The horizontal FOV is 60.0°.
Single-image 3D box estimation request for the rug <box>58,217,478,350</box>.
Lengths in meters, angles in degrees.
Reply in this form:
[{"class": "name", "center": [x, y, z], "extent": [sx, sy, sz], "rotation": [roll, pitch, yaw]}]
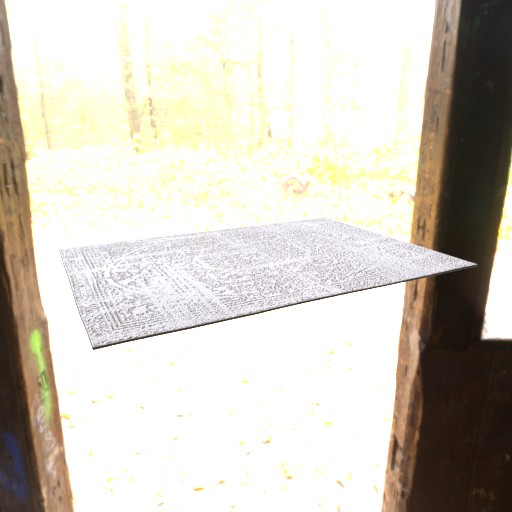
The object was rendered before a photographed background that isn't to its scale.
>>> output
[{"class": "rug", "center": [0.000, 0.000, 3.105], "extent": [2.438, 0.026, 1.706], "rotation": [-9, 19, -26]}]
